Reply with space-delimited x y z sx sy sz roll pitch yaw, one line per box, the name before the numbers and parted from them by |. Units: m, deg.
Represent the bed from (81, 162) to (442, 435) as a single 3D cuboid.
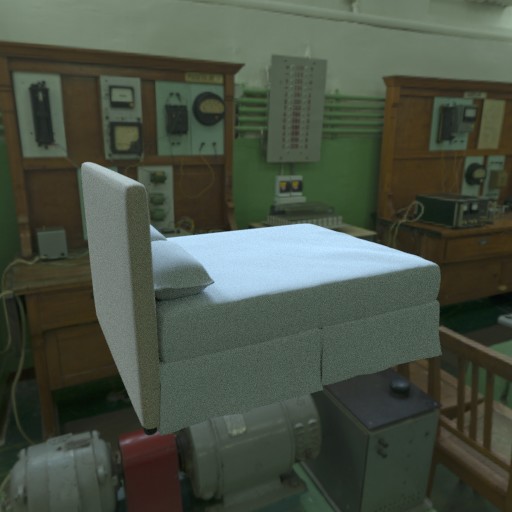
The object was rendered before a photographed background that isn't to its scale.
bed | 0.000 0.000 3.253 2.142 1.330 1.748 -8 17 -26
